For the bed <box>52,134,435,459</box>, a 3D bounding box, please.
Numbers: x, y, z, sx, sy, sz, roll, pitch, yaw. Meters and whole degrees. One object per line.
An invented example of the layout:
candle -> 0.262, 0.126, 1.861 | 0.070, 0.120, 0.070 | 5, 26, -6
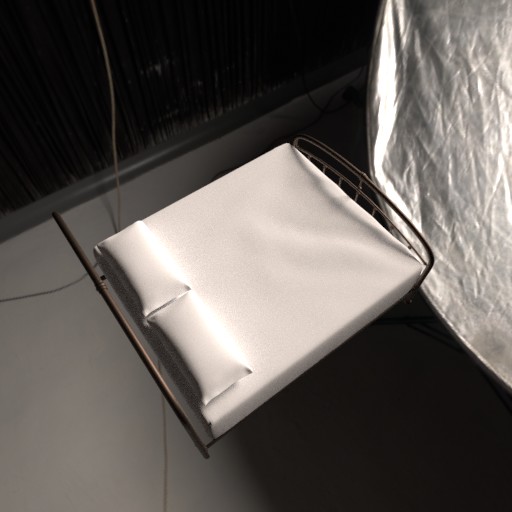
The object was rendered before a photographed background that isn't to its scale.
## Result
bed -> 0.000, 0.000, 3.352 | 2.180, 1.425, 1.711 | -32, 63, -18
